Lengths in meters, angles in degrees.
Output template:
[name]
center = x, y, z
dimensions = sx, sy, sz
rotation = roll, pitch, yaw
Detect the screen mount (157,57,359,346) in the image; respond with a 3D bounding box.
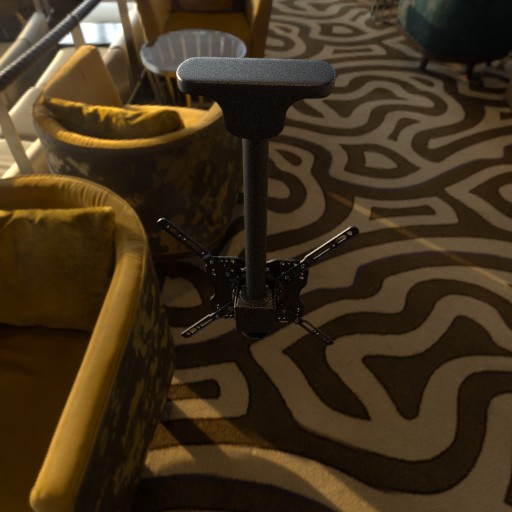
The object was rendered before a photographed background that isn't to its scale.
[screen mount]
center = 0.000, 0.000, 0.859
dimensions = 0.393, 0.729, 0.090
rotation = 3, 46, 2
